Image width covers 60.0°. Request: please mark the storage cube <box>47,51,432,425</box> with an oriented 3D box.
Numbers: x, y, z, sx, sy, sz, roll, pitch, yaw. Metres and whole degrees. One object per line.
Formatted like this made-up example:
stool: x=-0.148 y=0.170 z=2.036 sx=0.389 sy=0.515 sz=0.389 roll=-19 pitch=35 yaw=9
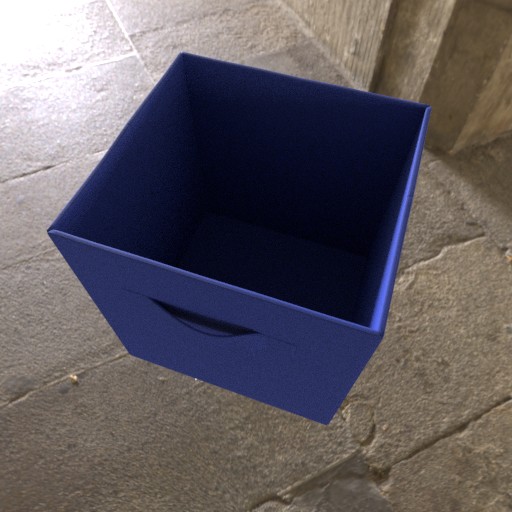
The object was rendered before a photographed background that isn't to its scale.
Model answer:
storage cube: x=0.000 y=0.000 z=0.498 sx=0.270 sy=0.280 sz=0.270 roll=17 pitch=59 yaw=10
